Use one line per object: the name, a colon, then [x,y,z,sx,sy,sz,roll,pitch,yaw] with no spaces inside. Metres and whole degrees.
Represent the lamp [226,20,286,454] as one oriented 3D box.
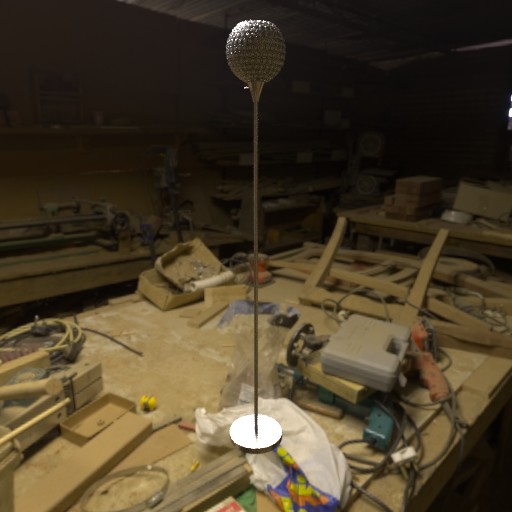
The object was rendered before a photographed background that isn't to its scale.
lamp: [0.000,0.000,1.904,0.254,1.805,0.254,0,15,0]
